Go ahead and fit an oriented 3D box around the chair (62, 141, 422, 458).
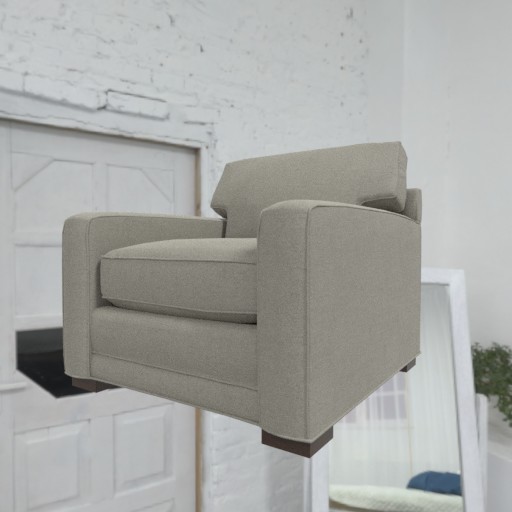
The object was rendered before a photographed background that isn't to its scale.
[{"bbox_3d":[0.000,0.000,1.719,0.999,0.934,1.044,1,2,34],"label":"chair"}]
